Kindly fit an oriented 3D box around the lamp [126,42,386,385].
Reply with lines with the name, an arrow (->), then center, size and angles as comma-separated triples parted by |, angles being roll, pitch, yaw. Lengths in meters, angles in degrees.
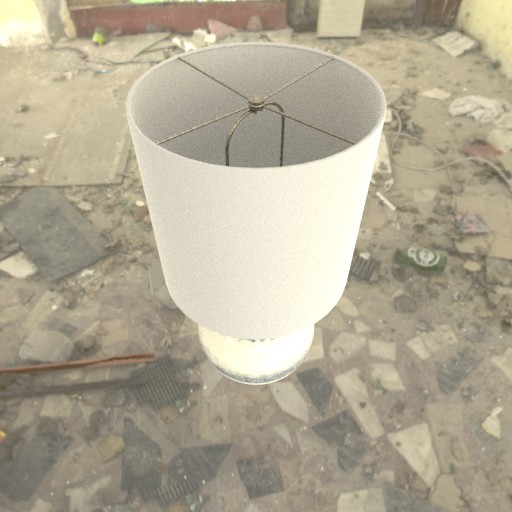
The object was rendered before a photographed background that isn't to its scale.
lamp -> 0.000, 0.000, 0.522 | 0.216, 0.404, 0.216 | 11, 48, 10
